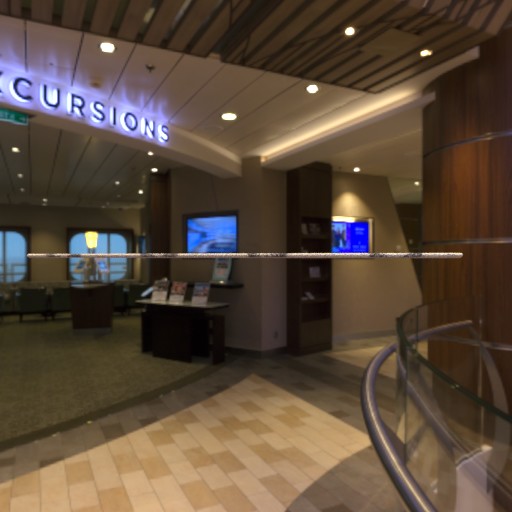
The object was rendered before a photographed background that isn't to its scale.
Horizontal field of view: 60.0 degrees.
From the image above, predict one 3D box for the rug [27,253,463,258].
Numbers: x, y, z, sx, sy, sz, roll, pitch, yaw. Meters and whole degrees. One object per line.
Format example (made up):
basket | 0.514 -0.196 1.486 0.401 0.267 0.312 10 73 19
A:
rug | 0.000 0.000 3.441 2.701 0.026 1.801 0 0 17
